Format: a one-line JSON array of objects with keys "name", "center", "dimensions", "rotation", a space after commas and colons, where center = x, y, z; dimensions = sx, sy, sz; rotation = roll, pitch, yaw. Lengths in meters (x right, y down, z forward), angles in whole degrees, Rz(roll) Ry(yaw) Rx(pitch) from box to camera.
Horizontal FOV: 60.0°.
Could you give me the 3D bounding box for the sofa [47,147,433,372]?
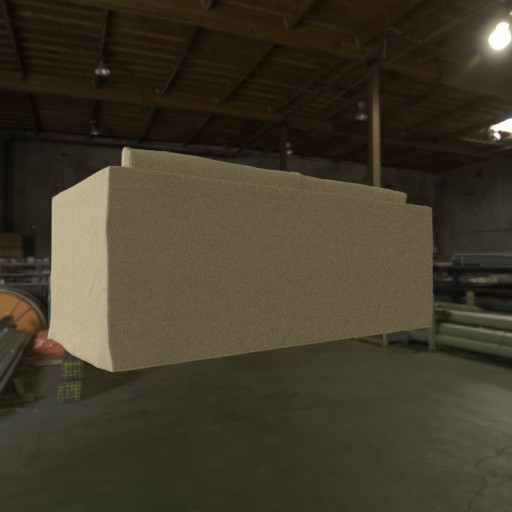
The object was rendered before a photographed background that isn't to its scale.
[{"name": "sofa", "center": [0.000, 0.000, 2.444], "dimensions": [1.959, 0.835, 0.962], "rotation": [1, -1, -36]}]
